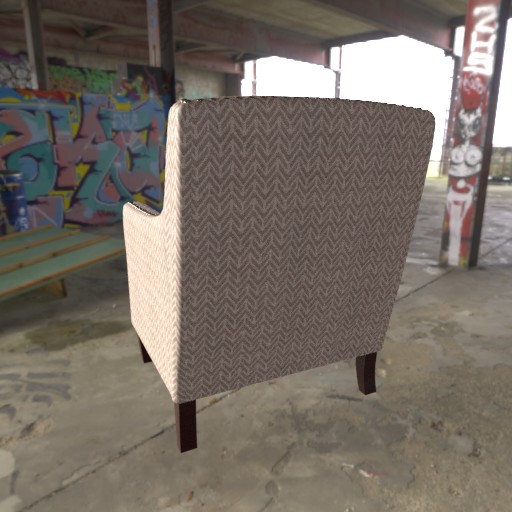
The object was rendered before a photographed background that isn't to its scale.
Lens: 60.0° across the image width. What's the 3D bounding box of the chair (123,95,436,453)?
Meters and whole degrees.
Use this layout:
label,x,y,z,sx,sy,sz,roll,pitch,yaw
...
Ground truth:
label,x,y,z,sx,sy,sz,roll,pitch,yaw
chair,0.000,0.000,1.265,0.623,0.816,0.651,-7,17,-25
